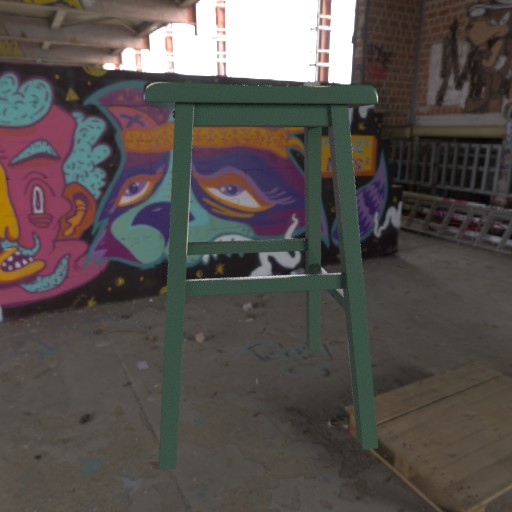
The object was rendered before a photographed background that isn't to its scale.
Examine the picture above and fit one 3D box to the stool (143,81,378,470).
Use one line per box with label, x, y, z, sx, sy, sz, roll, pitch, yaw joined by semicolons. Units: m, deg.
stool;0.000;0.000;1.040;0.457;0.737;0.476;-2;16;-8
